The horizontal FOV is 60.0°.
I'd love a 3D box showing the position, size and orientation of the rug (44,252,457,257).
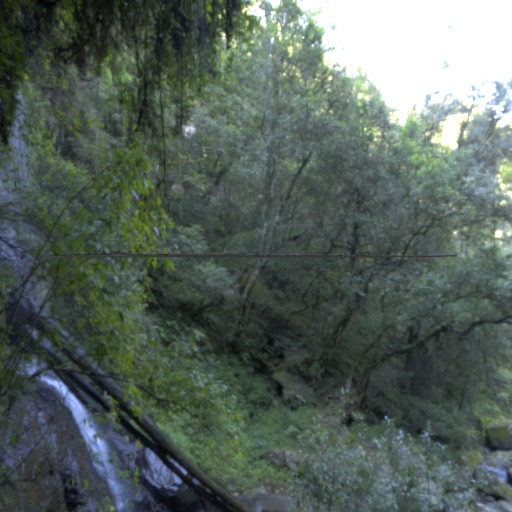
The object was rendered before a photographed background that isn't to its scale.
[{"bbox_3d":[0.000,0.000,2.141,1.698,0.013,1.072,0,0,-35],"label":"rug"}]
